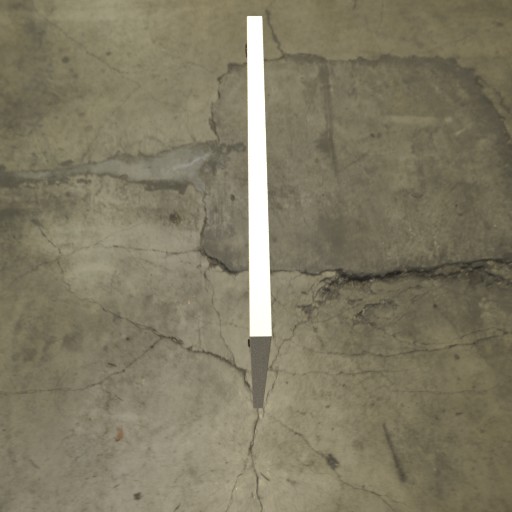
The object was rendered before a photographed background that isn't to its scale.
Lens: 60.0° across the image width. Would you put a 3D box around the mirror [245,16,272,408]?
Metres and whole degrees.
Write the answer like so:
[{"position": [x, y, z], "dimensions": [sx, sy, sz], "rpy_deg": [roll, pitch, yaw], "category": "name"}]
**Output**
[{"position": [0.000, 0.000, 1.334], "dimensions": [0.040, 1.016, 0.762], "rpy_deg": [-1, 65, 0], "category": "mirror"}]
